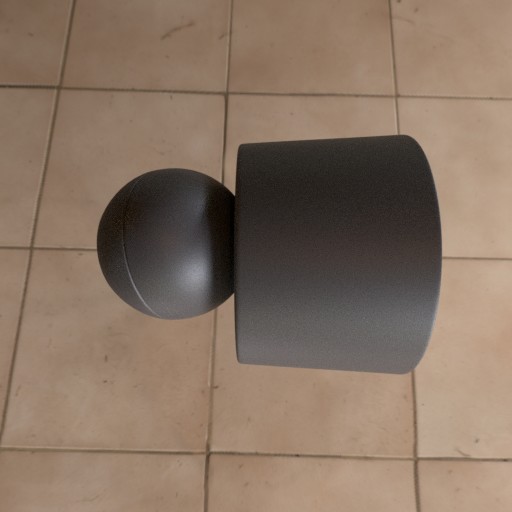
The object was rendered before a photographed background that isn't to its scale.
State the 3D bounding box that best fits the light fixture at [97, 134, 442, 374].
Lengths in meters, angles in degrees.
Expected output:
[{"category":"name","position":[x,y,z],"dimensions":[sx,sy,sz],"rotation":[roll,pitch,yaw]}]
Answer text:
[{"category":"light fixture","position":[0.000,0.000,0.261],"dimensions":[0.160,0.143,0.134],"rotation":[0,75,0]}]
